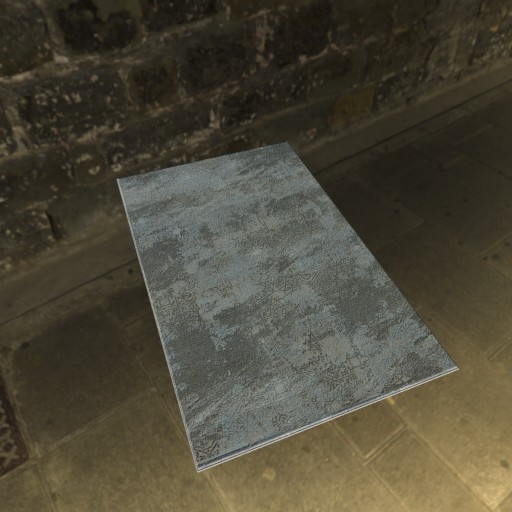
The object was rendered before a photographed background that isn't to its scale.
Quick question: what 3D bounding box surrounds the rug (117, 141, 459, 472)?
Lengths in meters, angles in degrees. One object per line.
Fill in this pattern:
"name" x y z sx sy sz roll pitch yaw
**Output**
"rug" 0.000 0.000 3.088 1.536 0.012 2.431 -16 50 -14
